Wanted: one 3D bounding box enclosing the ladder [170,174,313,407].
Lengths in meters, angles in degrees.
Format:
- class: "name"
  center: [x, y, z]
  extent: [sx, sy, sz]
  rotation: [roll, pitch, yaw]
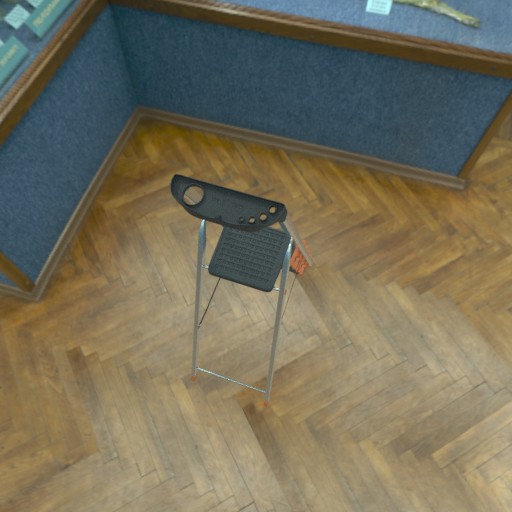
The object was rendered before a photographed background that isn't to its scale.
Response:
- class: "ladder"
  center: [0.000, 0.000, 2.090]
  extent: [0.480, 1.646, 0.995]
  rotation: [17, 63, 9]
